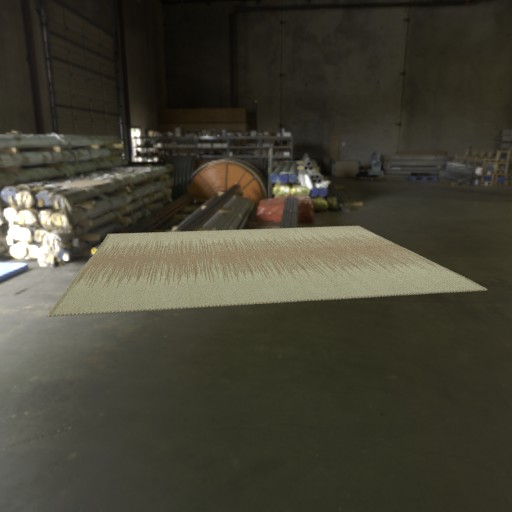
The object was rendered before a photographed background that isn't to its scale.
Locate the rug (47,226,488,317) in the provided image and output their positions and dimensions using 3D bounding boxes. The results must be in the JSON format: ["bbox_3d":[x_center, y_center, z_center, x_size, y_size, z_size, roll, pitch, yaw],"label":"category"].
[{"bbox_3d":[0.000,0.000,4.152,3.048,0.013,2.438,-2,15,-9],"label":"rug"}]
